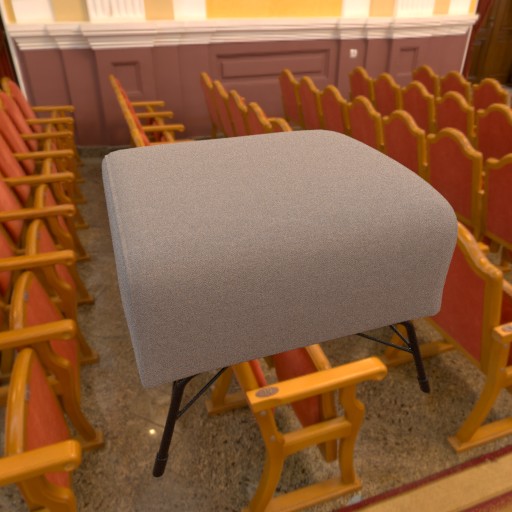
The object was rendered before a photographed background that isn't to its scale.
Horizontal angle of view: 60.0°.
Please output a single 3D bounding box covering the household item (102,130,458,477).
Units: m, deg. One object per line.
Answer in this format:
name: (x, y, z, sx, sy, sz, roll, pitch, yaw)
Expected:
household item: (0.000, 0.000, 0.879, 0.530, 0.410, 0.530, -10, 33, -16)
